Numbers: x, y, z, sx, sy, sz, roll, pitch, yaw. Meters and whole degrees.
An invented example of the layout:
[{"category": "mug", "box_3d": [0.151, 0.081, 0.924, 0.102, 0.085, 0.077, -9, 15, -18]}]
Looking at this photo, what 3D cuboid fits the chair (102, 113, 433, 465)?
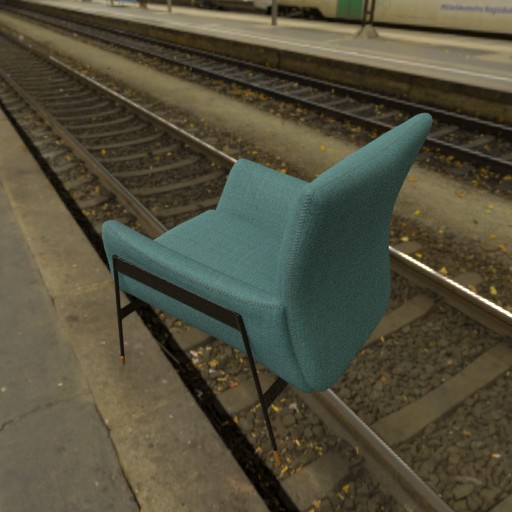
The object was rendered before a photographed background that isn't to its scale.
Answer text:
[{"category": "chair", "box_3d": [0.000, 0.000, 1.404, 0.769, 0.859, 0.678, 21, 37, 29]}]
